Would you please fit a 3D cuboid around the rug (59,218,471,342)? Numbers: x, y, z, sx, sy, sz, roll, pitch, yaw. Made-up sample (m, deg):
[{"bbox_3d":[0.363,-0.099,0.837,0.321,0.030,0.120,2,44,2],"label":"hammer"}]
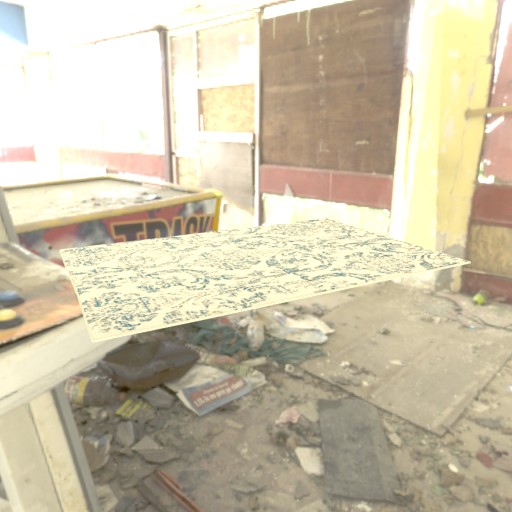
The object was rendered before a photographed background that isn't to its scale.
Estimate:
[{"bbox_3d":[0.000,0.000,2.353,1.831,0.012,1.213,-9,19,-26],"label":"rug"}]
